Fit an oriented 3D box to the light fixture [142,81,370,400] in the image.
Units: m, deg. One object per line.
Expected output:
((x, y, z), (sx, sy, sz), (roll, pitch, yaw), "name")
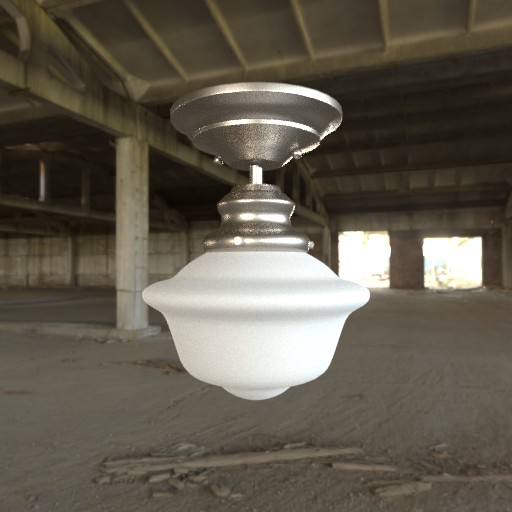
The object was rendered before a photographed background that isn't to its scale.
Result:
((0.000, 0.000, 0.399), (0.199, 0.254, 0.199), (0, -1, 0), "light fixture")
